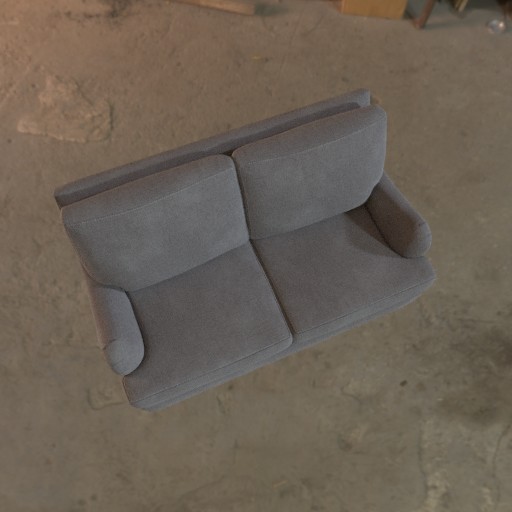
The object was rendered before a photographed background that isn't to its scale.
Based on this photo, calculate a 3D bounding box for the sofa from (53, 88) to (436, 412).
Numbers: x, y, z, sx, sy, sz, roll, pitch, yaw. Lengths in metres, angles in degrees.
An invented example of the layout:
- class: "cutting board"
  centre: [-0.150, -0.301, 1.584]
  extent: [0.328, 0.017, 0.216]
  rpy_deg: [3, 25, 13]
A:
- class: "sofa"
  centre: [0.000, 0.000, 2.544]
  extent: [1.853, 1.101, 1.084]
  rpy_deg: [-21, 66, -10]
